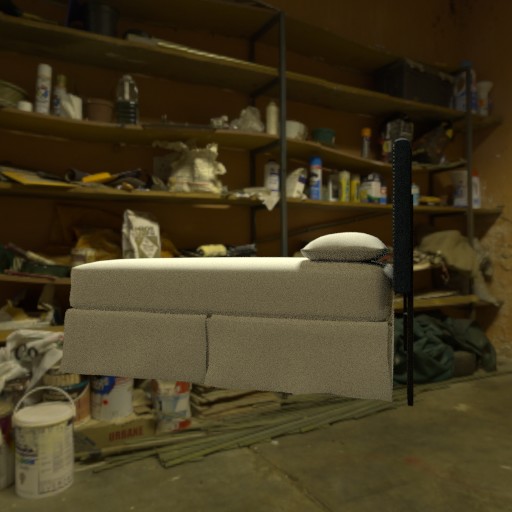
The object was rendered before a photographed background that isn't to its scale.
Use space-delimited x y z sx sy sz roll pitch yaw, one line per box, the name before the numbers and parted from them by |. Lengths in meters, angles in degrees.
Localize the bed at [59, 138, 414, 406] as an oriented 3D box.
bed | 0.000 0.000 3.292 2.153 1.518 1.713 0 0 18
